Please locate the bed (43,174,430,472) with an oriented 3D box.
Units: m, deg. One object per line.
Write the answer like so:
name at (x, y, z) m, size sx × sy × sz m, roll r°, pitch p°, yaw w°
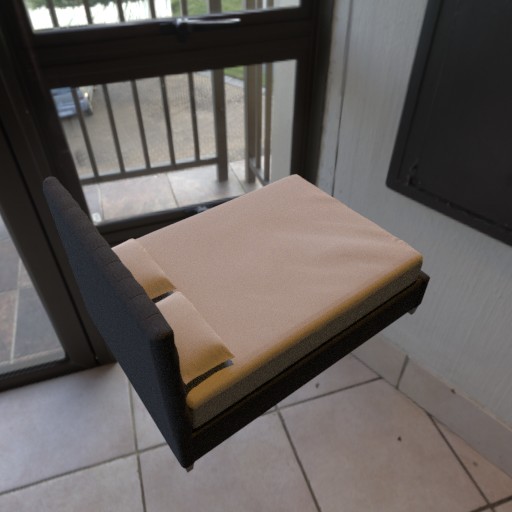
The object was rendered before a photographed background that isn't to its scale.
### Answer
bed at (0.000, 0.000, 3.458) m, size 2.387 × 1.427 × 1.698 m, roll -26°, pitch 48°, yaw -27°
